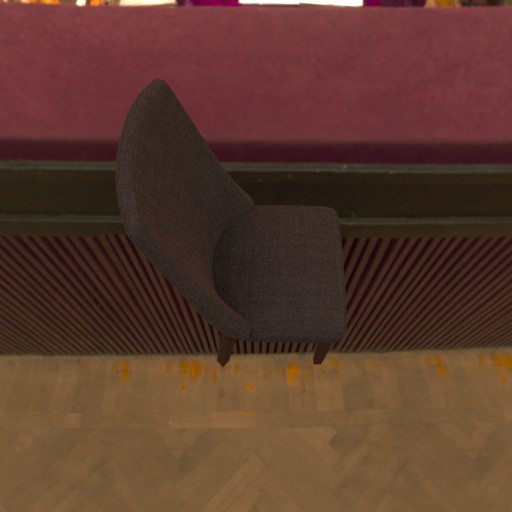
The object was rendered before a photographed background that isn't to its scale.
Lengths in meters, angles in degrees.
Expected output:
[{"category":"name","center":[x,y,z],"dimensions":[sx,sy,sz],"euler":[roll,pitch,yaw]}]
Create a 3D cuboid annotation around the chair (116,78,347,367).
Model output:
[{"category":"chair","center":[0.000,0.000,1.386],"dimensions":[0.577,1.050,0.510],"euler":[1,63,1]}]
